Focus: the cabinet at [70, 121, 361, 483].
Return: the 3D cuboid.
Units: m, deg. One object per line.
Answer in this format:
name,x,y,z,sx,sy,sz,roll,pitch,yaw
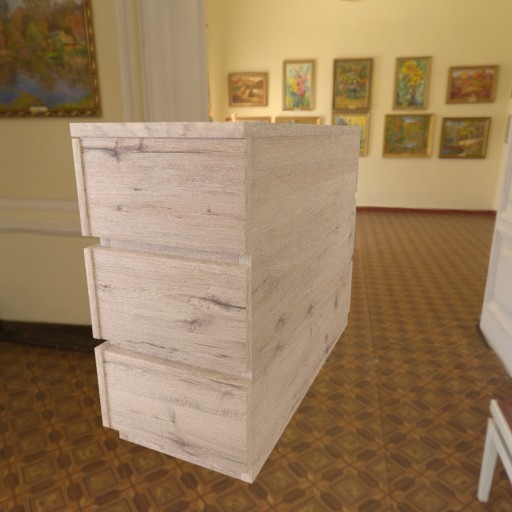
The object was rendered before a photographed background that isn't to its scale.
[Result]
cabinet,0.000,0.000,1.447,0.420,0.820,1.040,7,17,23
